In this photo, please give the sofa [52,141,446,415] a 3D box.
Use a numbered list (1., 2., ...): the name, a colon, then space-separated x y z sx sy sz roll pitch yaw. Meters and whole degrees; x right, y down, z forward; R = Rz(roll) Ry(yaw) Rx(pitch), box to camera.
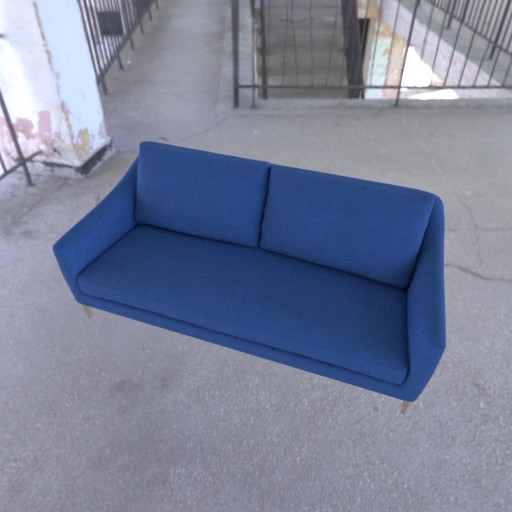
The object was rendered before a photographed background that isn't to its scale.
1. sofa: 0.000 0.000 2.548 2.036 0.903 0.960 13 42 15
